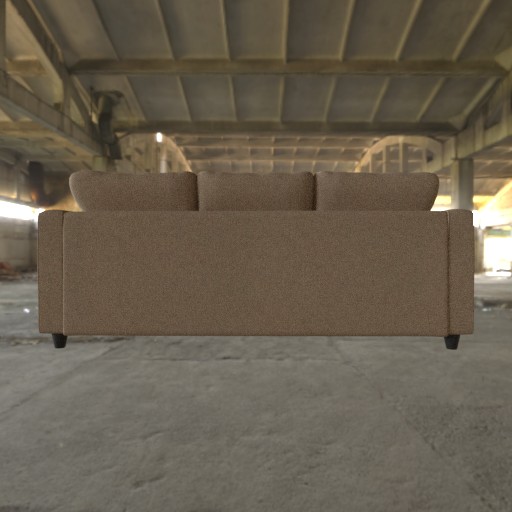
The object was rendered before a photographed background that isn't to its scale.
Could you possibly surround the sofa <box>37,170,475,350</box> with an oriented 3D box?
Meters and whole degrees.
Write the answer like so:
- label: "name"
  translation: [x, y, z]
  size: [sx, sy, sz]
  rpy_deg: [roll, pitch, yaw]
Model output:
- label: "sofa"
  translation: [0.000, 0.000, 2.330]
  size: [1.855, 0.800, 0.930]
  rpy_deg: [0, 0, 1]
